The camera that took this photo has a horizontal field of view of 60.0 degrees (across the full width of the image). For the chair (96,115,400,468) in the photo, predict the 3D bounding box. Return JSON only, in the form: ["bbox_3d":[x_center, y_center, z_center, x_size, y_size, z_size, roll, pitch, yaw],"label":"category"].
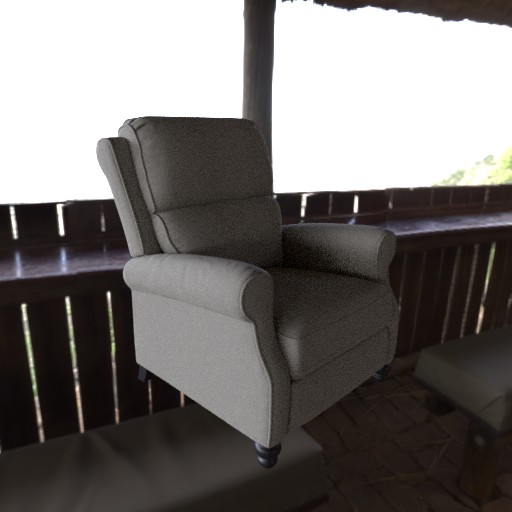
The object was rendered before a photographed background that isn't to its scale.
[{"bbox_3d":[0.000,0.000,1.722,0.919,1.046,0.859,15,22,43],"label":"chair"}]
